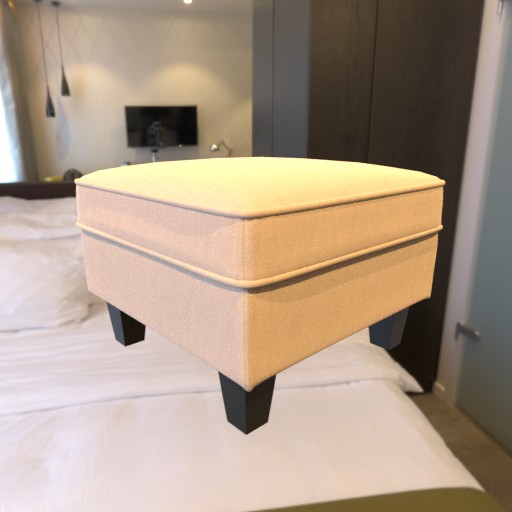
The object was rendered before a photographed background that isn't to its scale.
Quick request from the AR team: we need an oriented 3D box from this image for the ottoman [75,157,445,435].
[{"bbox_3d":[0.000,0.000,1.032,0.613,0.438,0.616,-14,21,-41],"label":"ottoman"}]
